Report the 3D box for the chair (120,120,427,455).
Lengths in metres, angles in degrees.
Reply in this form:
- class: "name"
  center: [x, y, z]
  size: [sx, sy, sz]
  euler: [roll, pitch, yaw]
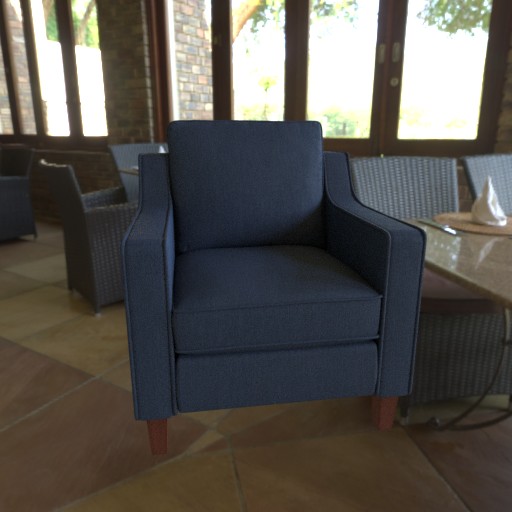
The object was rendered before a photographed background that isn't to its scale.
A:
- class: "chair"
  center: [0.000, 0.000, 1.619]
  size: [0.831, 0.960, 0.909]
  euler: [-2, 16, -9]
